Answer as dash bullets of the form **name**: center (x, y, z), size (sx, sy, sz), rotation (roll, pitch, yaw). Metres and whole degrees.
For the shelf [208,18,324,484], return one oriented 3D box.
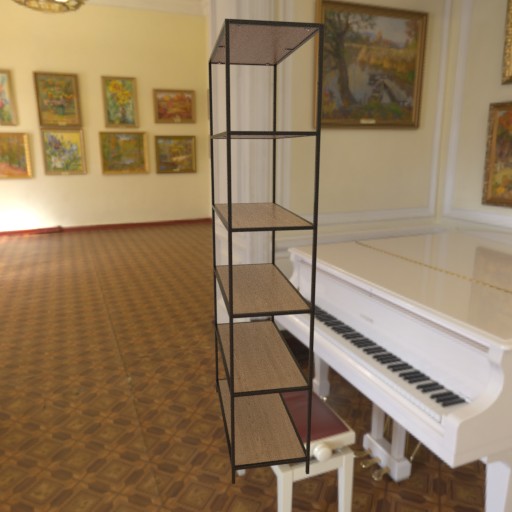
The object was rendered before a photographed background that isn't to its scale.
- **shelf**: center (0.000, 0.000, 2.113), size (0.350, 1.850, 0.770), rotation (-2, 14, -10)
